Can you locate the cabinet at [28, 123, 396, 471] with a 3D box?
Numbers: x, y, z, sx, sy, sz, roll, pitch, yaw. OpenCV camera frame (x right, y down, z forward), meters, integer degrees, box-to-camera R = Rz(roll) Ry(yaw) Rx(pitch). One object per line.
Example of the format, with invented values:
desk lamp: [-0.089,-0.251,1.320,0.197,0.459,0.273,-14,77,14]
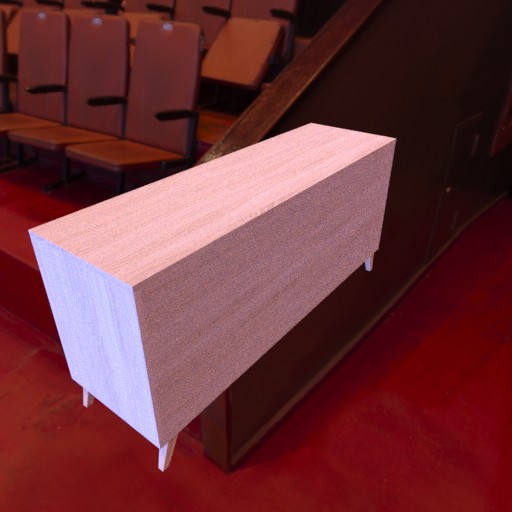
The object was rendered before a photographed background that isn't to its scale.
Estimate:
cabinet: [0.000,0.000,1.996,0.500,0.780,1.649,22,37,32]
